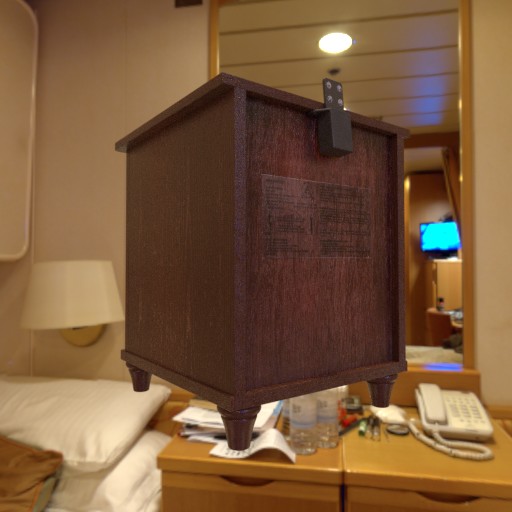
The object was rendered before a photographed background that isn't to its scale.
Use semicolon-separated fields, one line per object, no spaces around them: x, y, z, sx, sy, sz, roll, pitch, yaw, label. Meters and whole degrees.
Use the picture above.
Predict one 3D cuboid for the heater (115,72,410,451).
0.000;0.000;0.755;0.362;0.481;0.400;1;-2;-36;heater
